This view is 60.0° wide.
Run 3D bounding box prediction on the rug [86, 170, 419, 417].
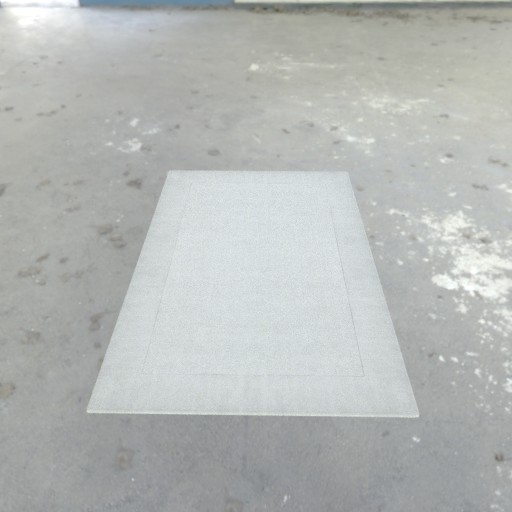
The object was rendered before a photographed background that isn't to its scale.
[{"bbox_3d":[0.000,0.000,2.322,1.219,0.013,1.829,1,39,1],"label":"rug"}]
